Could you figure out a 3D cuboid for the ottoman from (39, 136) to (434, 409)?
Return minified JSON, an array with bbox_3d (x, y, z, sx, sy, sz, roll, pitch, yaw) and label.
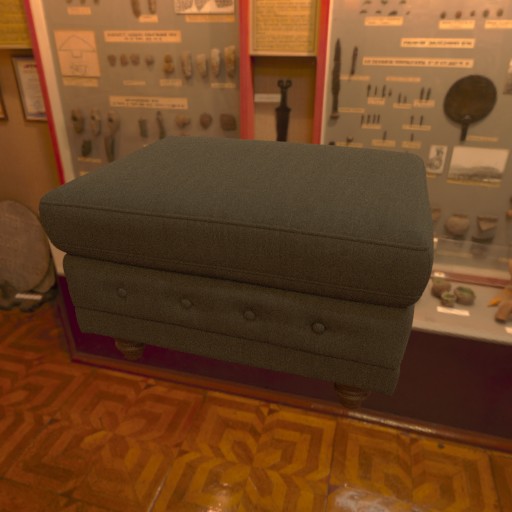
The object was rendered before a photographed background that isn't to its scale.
[{"bbox_3d":[0.000,0.000,1.122,0.771,0.500,0.569,8,29,15],"label":"ottoman"}]
